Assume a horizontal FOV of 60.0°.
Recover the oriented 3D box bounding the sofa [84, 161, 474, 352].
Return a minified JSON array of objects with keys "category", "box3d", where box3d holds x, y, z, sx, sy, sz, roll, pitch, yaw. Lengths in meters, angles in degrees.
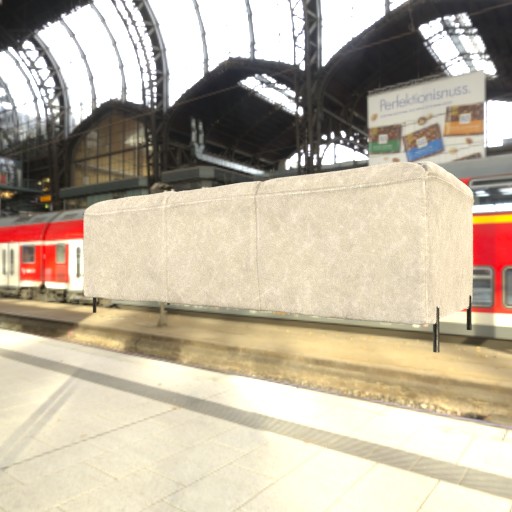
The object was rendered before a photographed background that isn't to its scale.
[{"category":"sofa","box3d":[0.000,0.000,2.626,2.238,0.758,0.899,0,-1,36]}]
